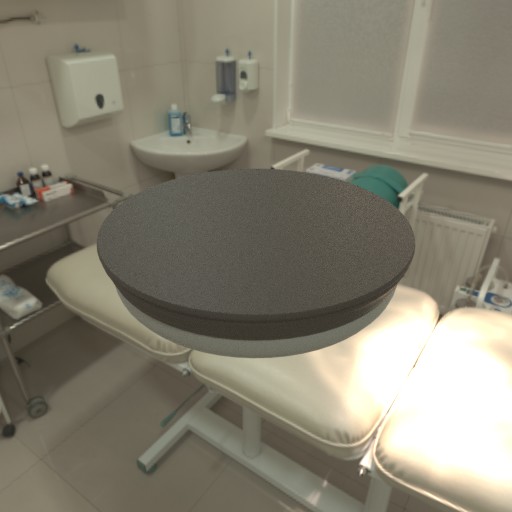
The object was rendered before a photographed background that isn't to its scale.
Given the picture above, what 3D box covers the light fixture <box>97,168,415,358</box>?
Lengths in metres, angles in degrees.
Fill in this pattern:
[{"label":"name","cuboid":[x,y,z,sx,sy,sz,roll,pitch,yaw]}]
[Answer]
[{"label":"light fixture","cuboid":[0.000,0.000,0.559,0.368,0.100,0.368,0,31,0]}]
